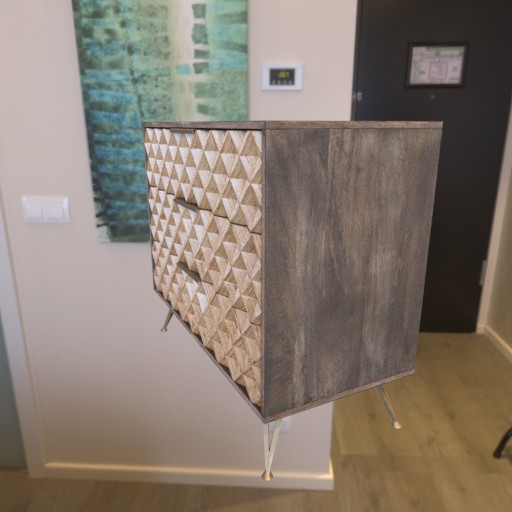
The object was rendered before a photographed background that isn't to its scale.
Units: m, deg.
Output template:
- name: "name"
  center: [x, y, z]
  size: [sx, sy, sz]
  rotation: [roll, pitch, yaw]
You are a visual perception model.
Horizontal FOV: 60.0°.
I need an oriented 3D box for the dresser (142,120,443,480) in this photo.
- name: "dresser"
  center: [0.000, 0.000, 1.385]
  size: [0.453, 0.801, 0.923]
  rotation: [-8, 18, -26]
